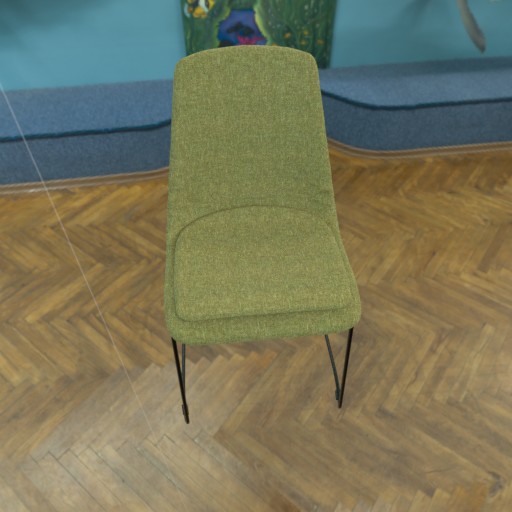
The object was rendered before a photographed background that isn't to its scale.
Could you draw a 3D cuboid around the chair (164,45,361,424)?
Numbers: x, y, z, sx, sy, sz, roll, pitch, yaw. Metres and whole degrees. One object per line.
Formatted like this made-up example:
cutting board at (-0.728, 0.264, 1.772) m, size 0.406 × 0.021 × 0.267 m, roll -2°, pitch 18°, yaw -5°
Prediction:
chair at (0.000, 0.000, 1.122) m, size 0.479 × 0.849 × 0.496 m, roll -4°, pitch 47°, yaw -4°
